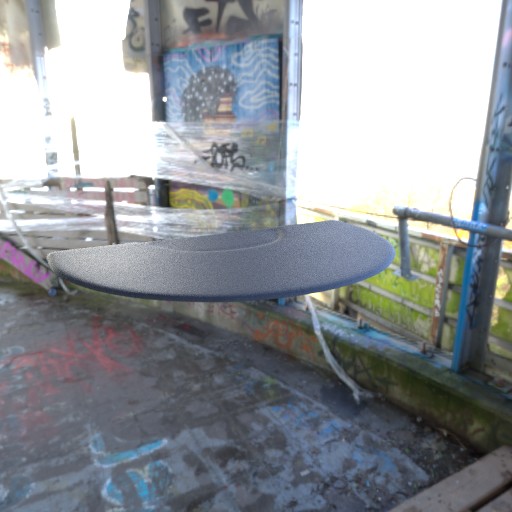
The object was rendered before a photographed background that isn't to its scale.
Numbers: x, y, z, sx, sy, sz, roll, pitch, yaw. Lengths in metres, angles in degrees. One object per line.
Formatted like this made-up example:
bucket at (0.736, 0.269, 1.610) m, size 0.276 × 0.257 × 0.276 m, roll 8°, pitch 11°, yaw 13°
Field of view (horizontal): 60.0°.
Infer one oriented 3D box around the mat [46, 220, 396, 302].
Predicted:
mat at (0.000, 0.000, 1.826) m, size 1.525 × 0.016 × 0.917 m, roll -8°, pitch 18°, yaw -27°
